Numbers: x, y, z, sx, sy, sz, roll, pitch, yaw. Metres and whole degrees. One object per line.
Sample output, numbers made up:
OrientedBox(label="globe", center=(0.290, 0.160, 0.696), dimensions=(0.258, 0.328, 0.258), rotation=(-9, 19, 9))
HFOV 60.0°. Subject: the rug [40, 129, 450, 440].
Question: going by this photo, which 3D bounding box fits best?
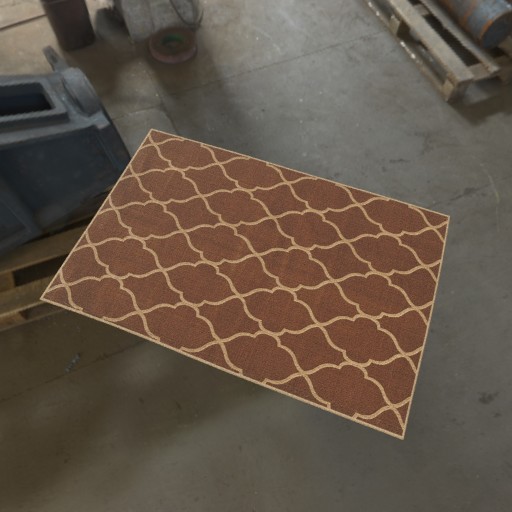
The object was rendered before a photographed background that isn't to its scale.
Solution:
OrientedBox(label="rug", center=(0.000, 0.000, 2.888), dimensions=(2.290, 0.014, 1.526), rotation=(18, 63, 10))
